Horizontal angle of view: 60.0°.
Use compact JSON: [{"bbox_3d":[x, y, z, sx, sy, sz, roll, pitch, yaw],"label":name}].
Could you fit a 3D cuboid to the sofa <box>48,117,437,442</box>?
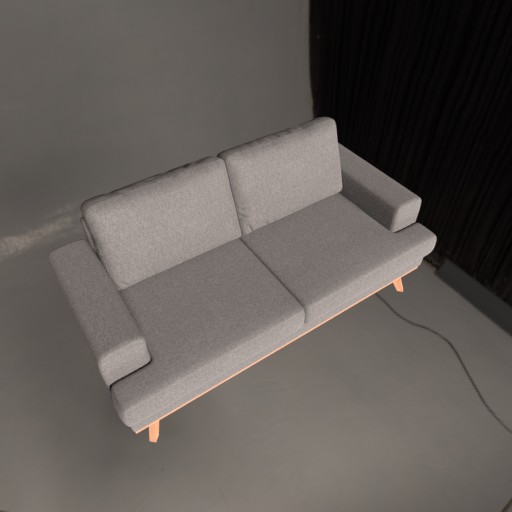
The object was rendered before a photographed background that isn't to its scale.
[{"bbox_3d":[0.000,0.000,2.070,1.650,0.810,0.785,-26,51,-23],"label":"sofa"}]
